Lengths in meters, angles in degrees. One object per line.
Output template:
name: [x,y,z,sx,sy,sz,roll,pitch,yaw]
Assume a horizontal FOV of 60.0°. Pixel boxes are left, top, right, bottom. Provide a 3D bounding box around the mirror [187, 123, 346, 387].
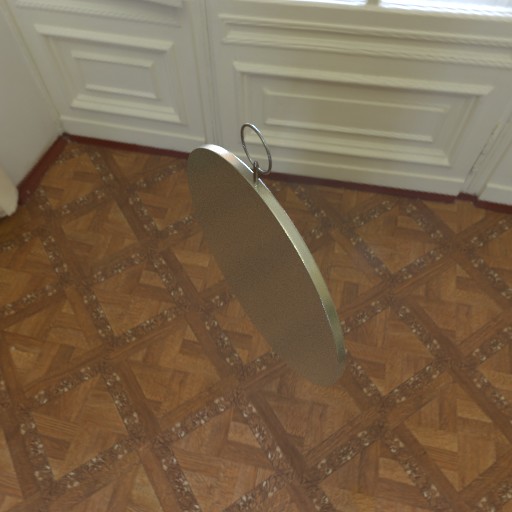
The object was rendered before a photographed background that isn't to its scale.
mirror: [0.000,0.000,0.959,0.020,0.713,0.594,-29,63,-17]
